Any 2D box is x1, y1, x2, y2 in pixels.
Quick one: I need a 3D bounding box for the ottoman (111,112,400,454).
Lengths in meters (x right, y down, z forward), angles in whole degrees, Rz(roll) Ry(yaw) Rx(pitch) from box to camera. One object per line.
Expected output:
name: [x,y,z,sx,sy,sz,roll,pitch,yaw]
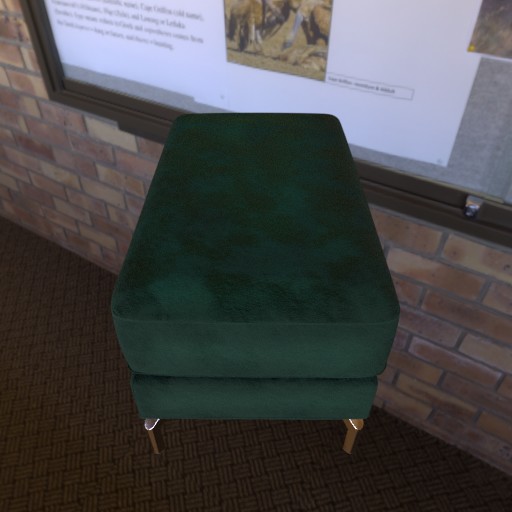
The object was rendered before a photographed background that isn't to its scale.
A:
ottoman: [0.000,0.000,1.245,0.536,0.533,0.886,0,41,0]
